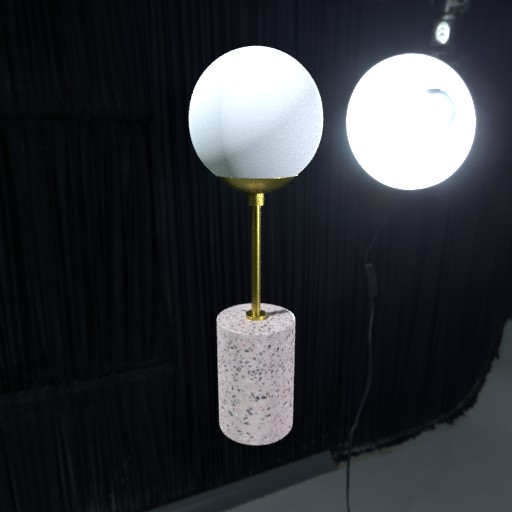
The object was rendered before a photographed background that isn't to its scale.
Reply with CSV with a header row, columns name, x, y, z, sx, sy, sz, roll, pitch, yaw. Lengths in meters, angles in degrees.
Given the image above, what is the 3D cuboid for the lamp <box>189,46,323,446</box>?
name,x,y,z,sx,sy,sz,roll,pitch,yaw
lamp,0.000,0.000,0.556,0.153,0.480,0.153,0,15,0
